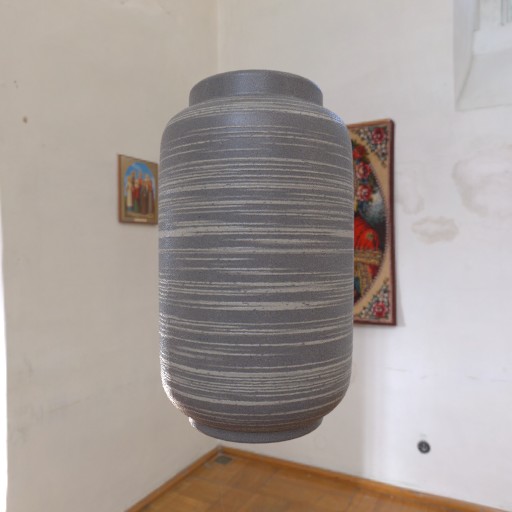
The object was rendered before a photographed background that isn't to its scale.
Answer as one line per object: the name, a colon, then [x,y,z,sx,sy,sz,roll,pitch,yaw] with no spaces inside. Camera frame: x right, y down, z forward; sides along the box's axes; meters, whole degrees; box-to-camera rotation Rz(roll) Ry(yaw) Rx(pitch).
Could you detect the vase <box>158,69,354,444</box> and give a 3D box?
vase: [0.000,0.000,0.689,0.297,0.499,0.297,0,1,0]
